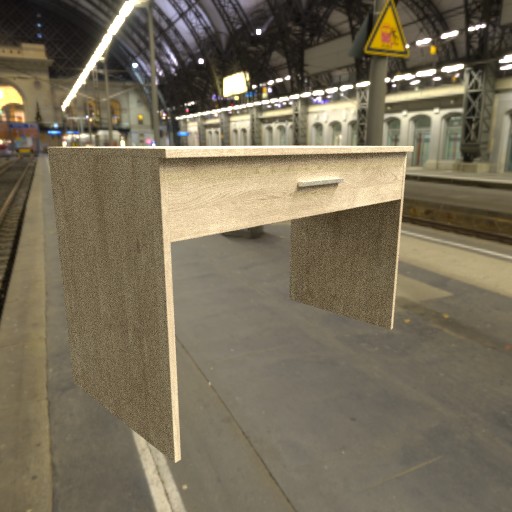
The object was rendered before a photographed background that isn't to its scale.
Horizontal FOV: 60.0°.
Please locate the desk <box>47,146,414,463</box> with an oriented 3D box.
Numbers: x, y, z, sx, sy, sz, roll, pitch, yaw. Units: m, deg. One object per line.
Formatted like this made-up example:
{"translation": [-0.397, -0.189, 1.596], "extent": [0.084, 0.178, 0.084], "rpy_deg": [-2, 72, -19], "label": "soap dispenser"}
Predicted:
{"translation": [0.000, 0.000, 1.524], "extent": [0.560, 0.730, 1.100], "rpy_deg": [13, 19, 42], "label": "desk"}
